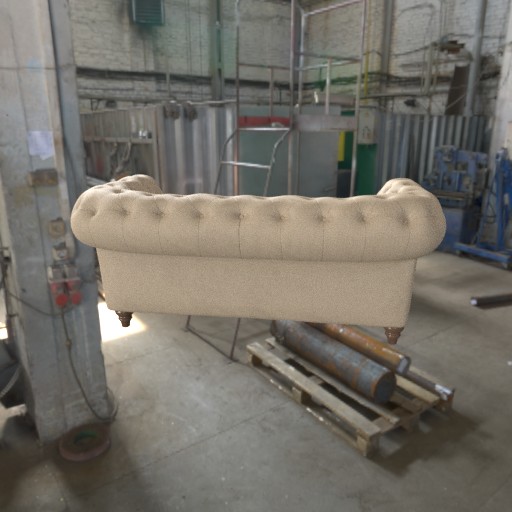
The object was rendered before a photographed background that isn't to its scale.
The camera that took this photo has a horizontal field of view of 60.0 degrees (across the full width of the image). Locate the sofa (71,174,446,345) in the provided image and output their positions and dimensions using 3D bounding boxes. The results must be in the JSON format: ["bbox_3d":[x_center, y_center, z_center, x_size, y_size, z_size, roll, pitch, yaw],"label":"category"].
[{"bbox_3d":[0.000,0.000,2.560,1.988,0.835,1.069,2,16,8],"label":"sofa"}]
